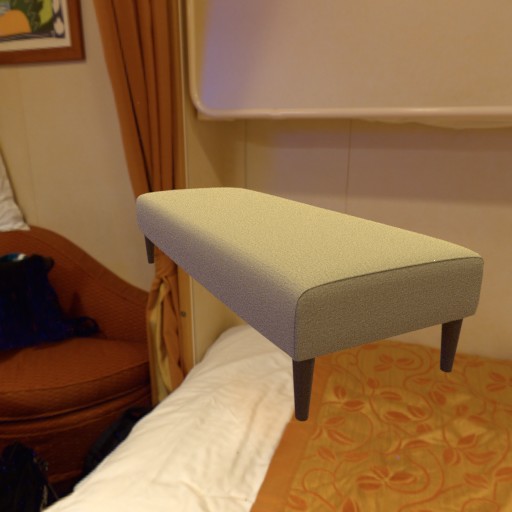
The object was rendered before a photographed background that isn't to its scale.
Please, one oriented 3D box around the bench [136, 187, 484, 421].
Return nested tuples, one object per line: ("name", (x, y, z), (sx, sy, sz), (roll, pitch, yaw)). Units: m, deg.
("bench", (0.000, 0.000, 1.812), (0.646, 0.393, 1.609), (-8, 18, -26))
